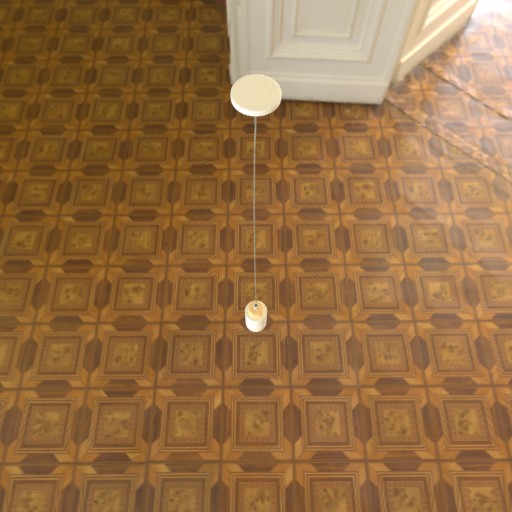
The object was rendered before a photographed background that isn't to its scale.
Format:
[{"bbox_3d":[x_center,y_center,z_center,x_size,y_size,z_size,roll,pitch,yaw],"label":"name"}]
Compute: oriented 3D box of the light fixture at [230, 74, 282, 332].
[{"bbox_3d":[0.000,0.000,1.888,0.125,1.798,0.125,-1,64,0],"label":"light fixture"}]
